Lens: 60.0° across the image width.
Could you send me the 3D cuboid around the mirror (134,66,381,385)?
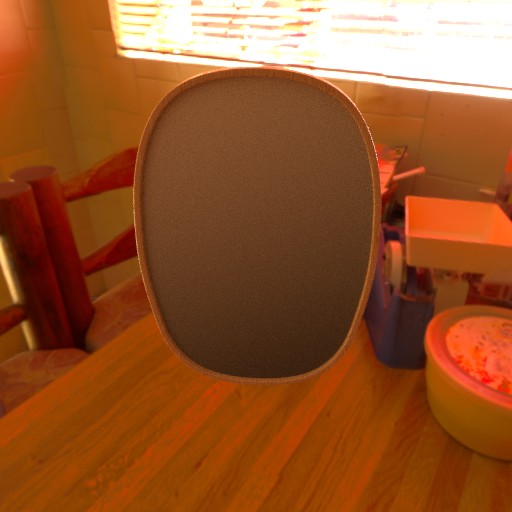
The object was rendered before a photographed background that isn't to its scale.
[{"bbox_3d":[0.000,0.000,1.358,0.724,1.075,0.037,2,31,3],"label":"mirror"}]
